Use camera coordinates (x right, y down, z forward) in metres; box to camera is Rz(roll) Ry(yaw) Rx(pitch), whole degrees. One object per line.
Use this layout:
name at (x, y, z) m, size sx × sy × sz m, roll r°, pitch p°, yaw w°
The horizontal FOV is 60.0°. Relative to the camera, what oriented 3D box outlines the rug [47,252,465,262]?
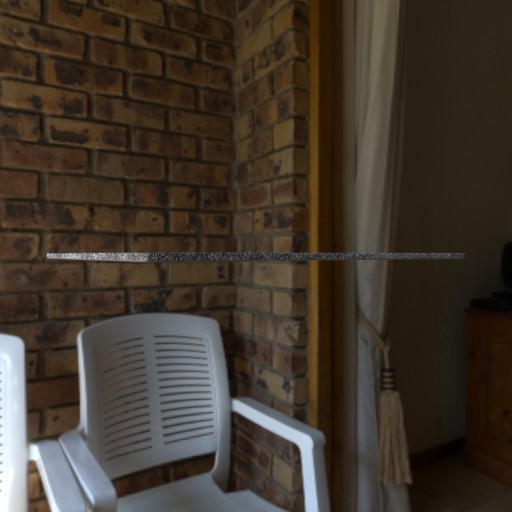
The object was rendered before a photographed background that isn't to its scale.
rug at (0.000, 0.000, 2.111) m, size 1.601 × 0.025 × 1.198 m, roll 0°, pitch 0°, yaw -37°
